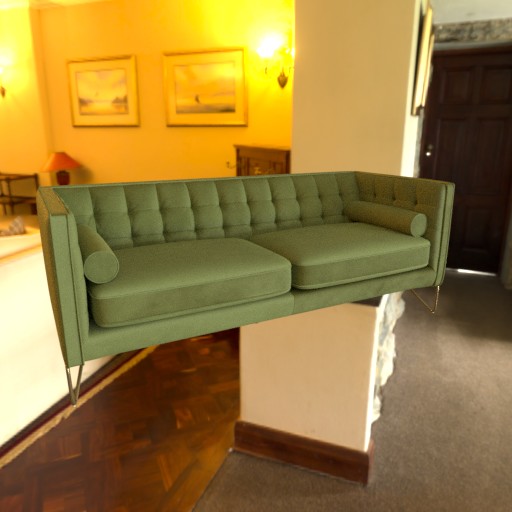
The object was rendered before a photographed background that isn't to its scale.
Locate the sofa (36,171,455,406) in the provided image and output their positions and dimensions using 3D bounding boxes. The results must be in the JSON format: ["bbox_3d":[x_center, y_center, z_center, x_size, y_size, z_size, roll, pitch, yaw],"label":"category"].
[{"bbox_3d":[0.000,0.000,2.437,2.087,0.789,0.867,-8,18,-27],"label":"sofa"}]
